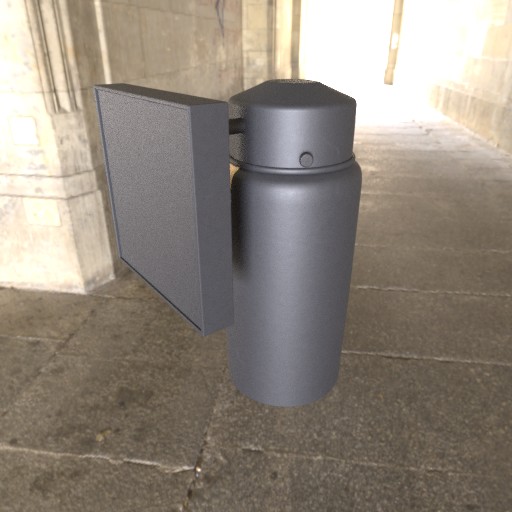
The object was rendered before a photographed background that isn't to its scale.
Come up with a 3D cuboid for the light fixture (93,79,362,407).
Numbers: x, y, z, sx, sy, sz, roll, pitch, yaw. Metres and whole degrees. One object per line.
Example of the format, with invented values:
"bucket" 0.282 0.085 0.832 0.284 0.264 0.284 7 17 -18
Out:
"light fixture" 0.000 0.000 0.353 0.176 0.257 0.130 -18 31 -33
